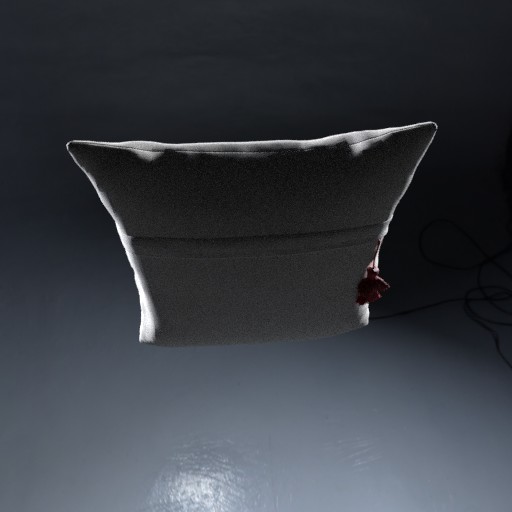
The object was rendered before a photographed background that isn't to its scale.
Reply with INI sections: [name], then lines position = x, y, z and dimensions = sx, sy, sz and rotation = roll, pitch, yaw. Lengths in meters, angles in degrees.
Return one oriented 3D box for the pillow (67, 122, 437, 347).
[pillow]
position = 0.000, 0.000, 0.678
dimensions = 0.433, 0.436, 0.173
rotation = -4, 47, -4
